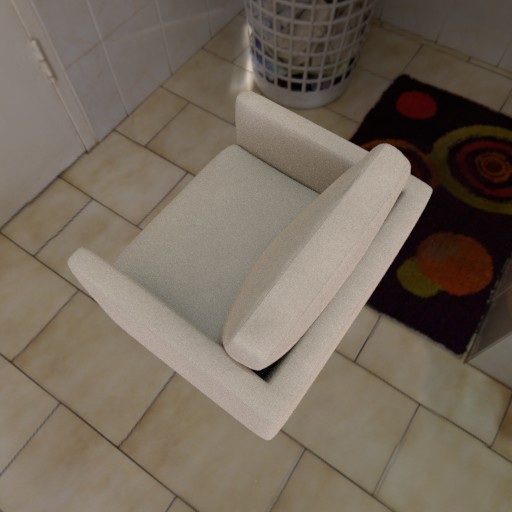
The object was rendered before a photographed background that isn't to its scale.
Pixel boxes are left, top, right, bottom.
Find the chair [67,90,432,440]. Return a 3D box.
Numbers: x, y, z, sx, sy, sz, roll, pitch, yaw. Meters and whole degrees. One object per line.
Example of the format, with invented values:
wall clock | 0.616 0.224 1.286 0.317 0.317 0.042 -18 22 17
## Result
chair | 0.000 0.000 1.884 0.959 0.961 1.107 33 68 16
